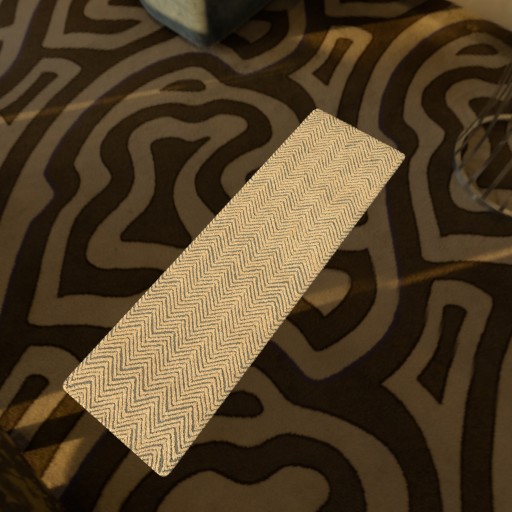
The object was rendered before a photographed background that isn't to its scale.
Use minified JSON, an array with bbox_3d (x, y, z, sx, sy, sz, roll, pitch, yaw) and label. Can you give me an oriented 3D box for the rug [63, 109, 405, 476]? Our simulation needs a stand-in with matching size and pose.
[{"bbox_3d":[0.000,0.000,2.489,0.686,0.008,2.286,34,68,16],"label":"rug"}]
